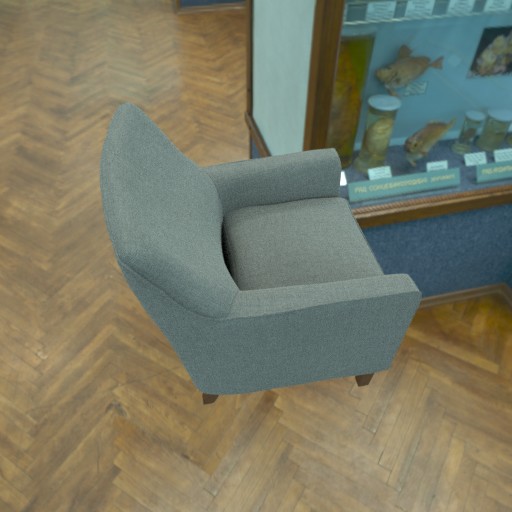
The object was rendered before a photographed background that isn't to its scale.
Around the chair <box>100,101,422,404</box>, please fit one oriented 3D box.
[{"bbox_3d":[0.000,0.000,1.815,0.993,1.047,0.887,-8,46,-8],"label":"chair"}]
